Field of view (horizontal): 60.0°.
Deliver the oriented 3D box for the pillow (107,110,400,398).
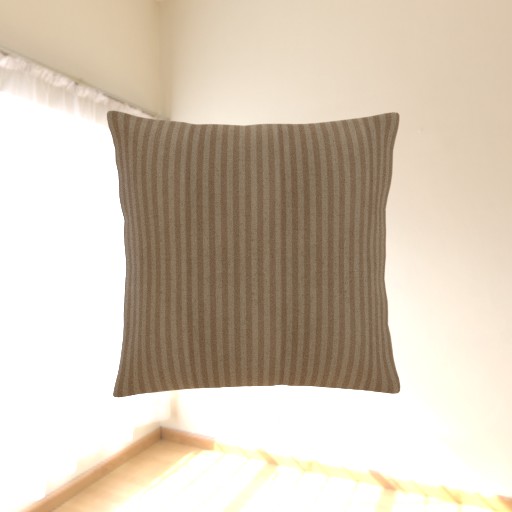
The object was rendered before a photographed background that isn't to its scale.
[{"bbox_3d":[0.000,0.000,0.793,0.523,0.510,0.166,0,1,-1],"label":"pillow"}]
